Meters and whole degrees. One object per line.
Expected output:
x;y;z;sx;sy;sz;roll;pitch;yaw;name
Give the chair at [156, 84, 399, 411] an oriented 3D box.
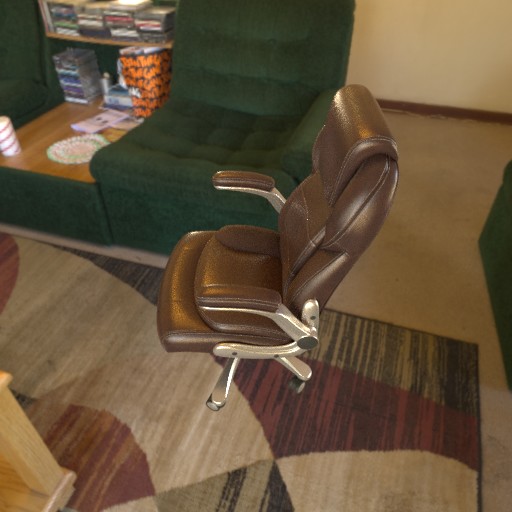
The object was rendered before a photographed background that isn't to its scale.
0.000;0.000;1.652;0.774;1.160;0.733;0;41;0;chair
